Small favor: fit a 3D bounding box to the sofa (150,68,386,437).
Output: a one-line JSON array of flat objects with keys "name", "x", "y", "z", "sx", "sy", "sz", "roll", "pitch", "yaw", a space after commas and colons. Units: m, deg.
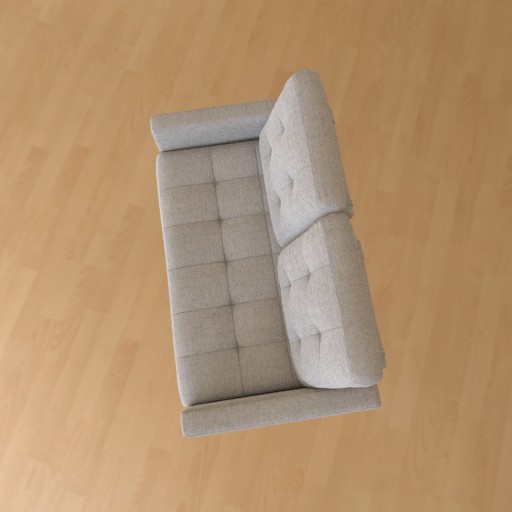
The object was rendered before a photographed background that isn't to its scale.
[{"name": "sofa", "x": 0.000, "y": 0.000, "z": 1.984, "sx": 0.842, "sy": 0.907, "sz": 1.407, "roll": -8, "pitch": 76, "yaw": -2}]
